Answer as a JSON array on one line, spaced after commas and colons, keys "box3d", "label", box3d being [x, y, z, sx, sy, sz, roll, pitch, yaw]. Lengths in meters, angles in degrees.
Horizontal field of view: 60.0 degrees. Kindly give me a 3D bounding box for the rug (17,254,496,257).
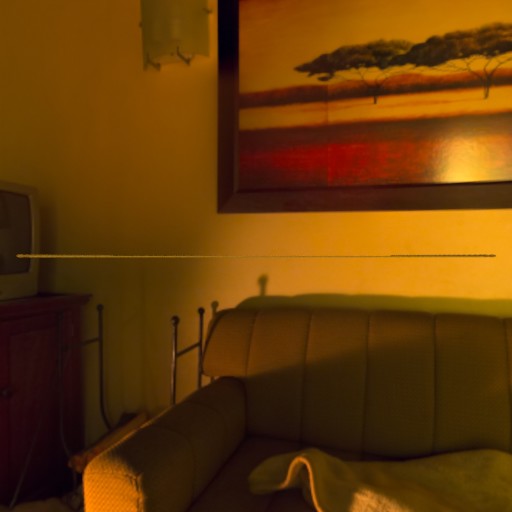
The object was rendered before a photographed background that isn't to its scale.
[{"box3d": [0.000, 0.000, 2.286, 1.875, 0.013, 1.162, 0, 0, -2], "label": "rug"}]
